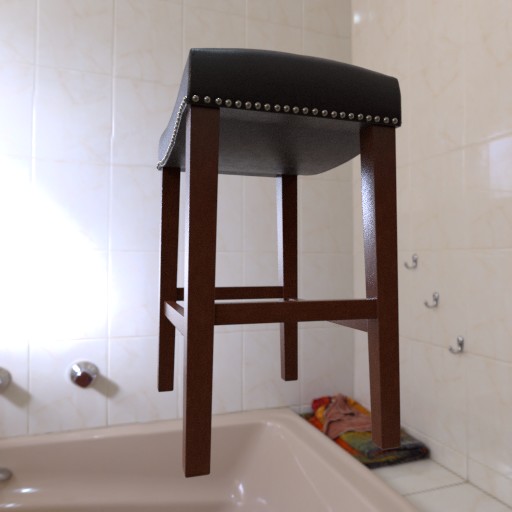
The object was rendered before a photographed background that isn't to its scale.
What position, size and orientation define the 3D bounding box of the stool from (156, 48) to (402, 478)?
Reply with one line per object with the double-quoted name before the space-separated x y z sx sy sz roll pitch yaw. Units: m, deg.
"stool" 0.000 0.000 0.927 0.372 0.654 0.504 0 -1 -17
